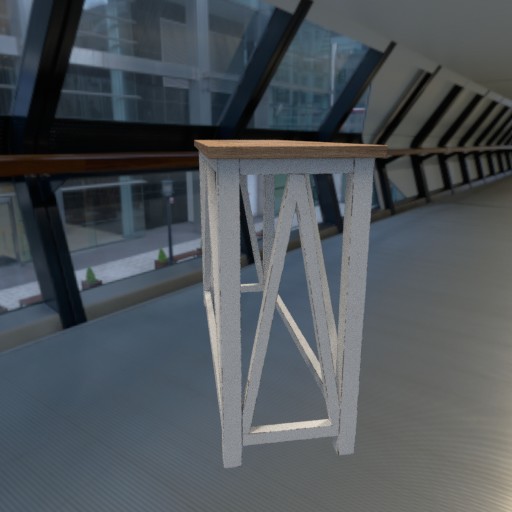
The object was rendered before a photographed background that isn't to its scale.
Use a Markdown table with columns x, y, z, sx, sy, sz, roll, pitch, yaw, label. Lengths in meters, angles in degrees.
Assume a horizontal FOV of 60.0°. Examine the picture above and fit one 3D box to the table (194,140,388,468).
| x | y | z | sx | sy | sz | roll | pitch | yaw | label |
| --- | --- | --- | --- | --- | --- | --- | --- | --- | --- |
| 0.000 | 0.000 | 1.866 | 0.450 | 0.930 | 1.400 | -2 | 15 | -9 | table |
